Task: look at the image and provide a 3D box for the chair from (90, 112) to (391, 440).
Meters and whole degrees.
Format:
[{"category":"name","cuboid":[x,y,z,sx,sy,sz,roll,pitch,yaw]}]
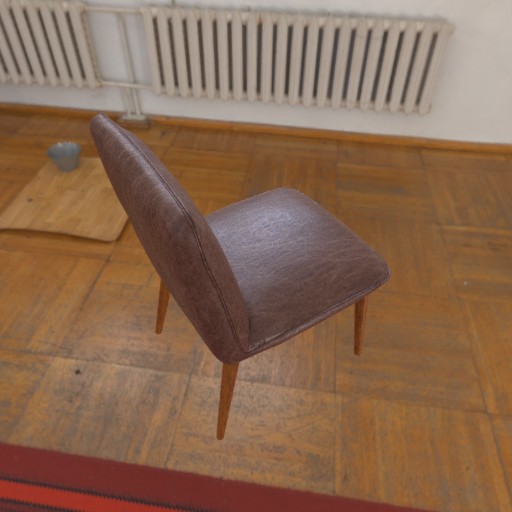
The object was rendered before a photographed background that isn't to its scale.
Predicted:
[{"category":"chair","cuboid":[0.000,0.000,1.229,0.645,0.803,0.543,-27,49,-26]}]
